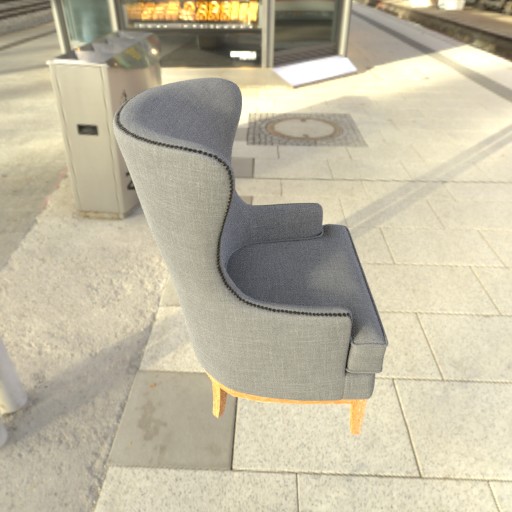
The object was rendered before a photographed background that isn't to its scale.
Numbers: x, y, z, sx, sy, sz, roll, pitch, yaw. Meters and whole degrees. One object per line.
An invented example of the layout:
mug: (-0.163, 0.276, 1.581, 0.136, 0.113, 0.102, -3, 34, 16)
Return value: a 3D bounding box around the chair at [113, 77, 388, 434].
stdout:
chair: (0.000, 0.000, 1.747, 0.883, 1.176, 0.864, 0, 34, 0)
